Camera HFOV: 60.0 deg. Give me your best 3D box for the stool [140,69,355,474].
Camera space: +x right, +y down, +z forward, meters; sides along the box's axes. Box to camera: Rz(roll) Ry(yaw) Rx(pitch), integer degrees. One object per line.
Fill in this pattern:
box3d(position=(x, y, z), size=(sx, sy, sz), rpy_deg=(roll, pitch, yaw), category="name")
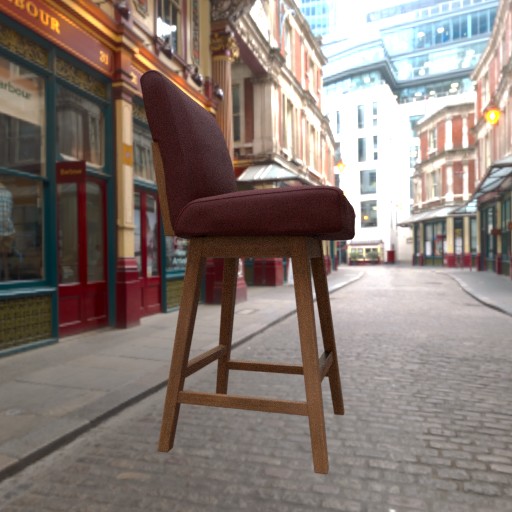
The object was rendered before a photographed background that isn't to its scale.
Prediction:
box3d(position=(0.000, 0.000, 1.331), size=(0.562, 1.038, 0.468), rpy_deg=(0, 0, 16), category="stool")
